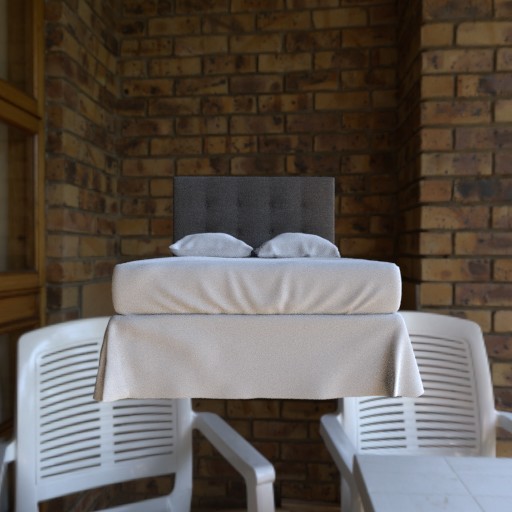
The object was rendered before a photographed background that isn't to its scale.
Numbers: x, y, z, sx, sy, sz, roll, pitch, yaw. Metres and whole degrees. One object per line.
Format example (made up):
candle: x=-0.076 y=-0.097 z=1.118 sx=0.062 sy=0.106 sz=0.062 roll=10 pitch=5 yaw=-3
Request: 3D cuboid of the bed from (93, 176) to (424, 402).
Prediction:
bed: x=0.000 y=0.000 z=3.481 sx=1.936 sy=1.577 sz=2.222 roll=0 pitch=0 yaw=-1
